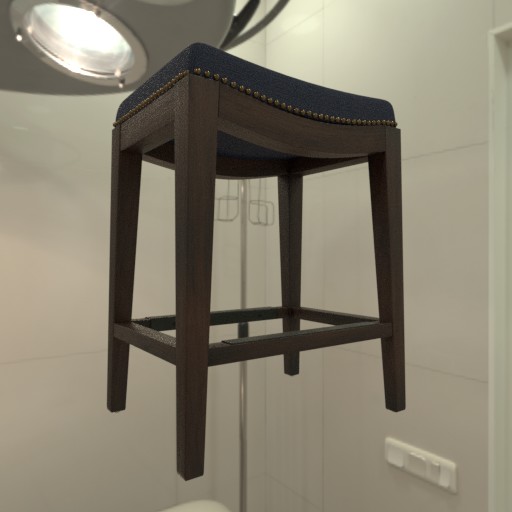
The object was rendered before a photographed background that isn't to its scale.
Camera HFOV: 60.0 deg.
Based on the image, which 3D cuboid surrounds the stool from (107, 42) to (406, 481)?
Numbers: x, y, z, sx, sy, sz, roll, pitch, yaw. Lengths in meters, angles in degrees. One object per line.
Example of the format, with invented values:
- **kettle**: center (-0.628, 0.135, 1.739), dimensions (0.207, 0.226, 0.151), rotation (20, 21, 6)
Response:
- **stool**: center (0.000, 0.000, 0.912), dimensions (0.500, 0.642, 0.361), rotation (0, 0, -35)
